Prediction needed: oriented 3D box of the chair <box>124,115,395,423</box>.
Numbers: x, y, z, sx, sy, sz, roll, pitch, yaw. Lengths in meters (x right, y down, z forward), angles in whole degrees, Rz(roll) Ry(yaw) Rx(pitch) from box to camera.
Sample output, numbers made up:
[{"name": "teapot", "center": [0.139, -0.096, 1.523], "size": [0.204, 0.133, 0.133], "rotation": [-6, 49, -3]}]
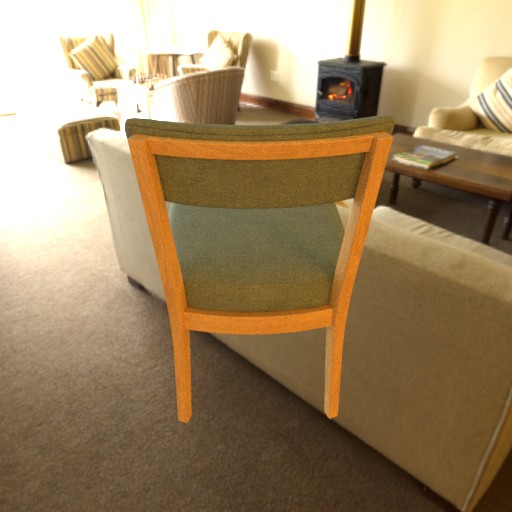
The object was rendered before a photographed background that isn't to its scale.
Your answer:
[{"name": "chair", "center": [0.000, 0.000, 1.181], "size": [0.508, 0.832, 0.572], "rotation": [-1, 31, -2]}]
